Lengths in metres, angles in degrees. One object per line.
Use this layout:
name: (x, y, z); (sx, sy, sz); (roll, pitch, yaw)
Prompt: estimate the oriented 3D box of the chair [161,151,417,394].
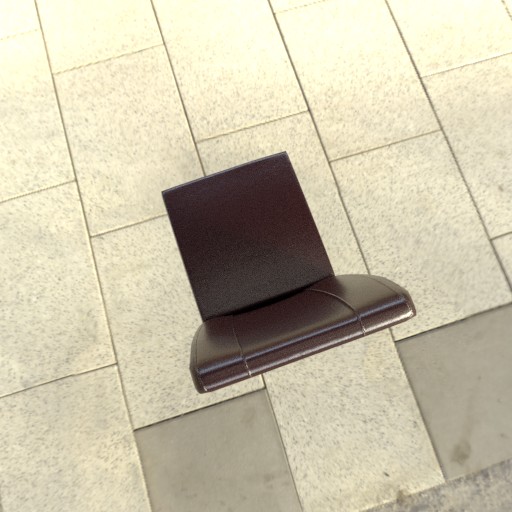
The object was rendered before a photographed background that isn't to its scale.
chair: (0.000, 0.000, 1.201); (0.399, 0.897, 0.556); (-19, 78, -4)
